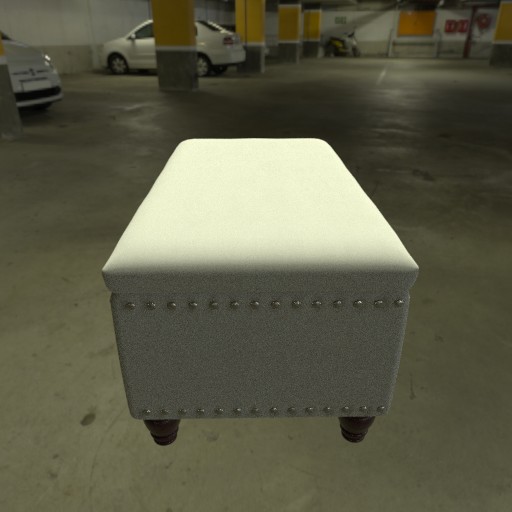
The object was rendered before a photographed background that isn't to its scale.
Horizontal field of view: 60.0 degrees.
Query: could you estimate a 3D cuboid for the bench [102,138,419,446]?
[{"bbox_3d":[0.000,0.000,1.170,0.500,0.449,0.887,0,27,-1],"label":"bench"}]
